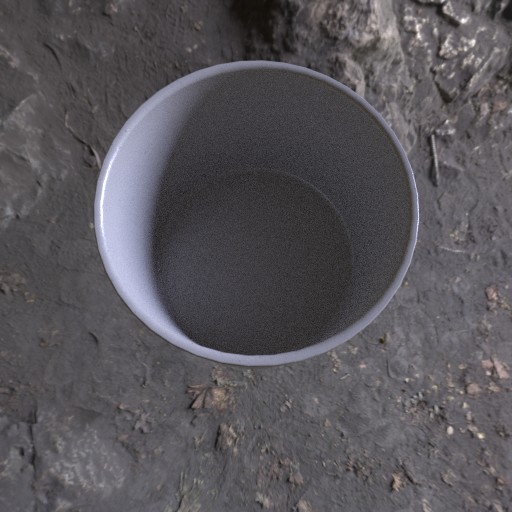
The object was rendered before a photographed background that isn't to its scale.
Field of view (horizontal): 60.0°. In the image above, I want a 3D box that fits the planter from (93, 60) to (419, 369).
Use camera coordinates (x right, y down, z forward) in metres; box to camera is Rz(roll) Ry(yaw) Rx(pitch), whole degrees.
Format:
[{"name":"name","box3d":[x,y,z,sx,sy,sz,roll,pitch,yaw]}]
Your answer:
[{"name":"planter","box3d":[0.000,0.000,0.382,0.188,0.260,0.188,0,75,0]}]
